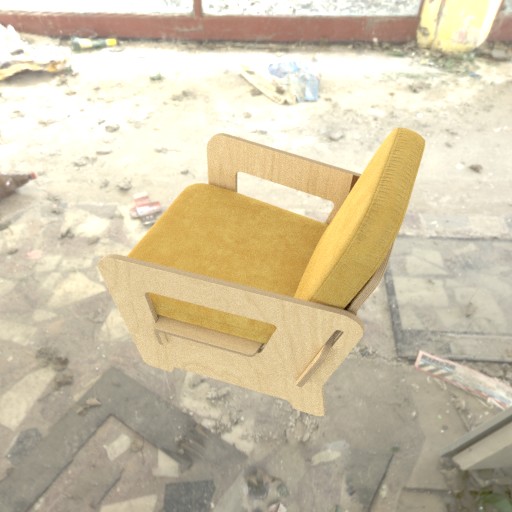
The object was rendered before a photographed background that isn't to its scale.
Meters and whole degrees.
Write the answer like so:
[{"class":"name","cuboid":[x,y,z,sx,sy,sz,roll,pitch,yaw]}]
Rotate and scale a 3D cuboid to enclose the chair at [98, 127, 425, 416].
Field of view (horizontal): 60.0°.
[{"class":"chair","cuboid":[0.000,0.000,1.275,0.710,0.800,0.590,17,49,16]}]
